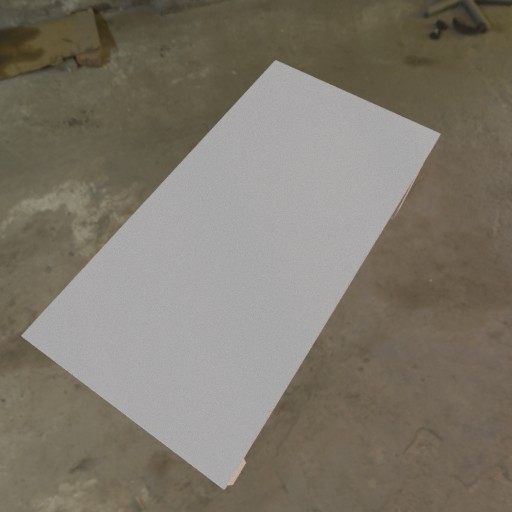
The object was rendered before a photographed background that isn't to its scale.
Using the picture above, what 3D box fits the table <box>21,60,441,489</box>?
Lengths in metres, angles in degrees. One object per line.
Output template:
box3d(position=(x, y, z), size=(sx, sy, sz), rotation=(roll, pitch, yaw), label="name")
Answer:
box3d(position=(0.000, 0.000, 1.628), size=(0.700, 0.470, 1.350), rotation=(30, 67, 14), label="table")
